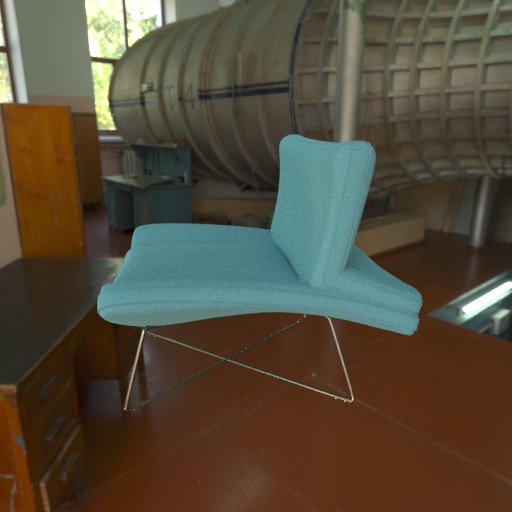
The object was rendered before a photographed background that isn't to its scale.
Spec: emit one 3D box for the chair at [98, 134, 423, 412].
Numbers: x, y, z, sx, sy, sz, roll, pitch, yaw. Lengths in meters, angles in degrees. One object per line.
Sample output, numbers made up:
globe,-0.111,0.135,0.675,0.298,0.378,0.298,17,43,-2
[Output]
chair,0.000,0.000,1.649,1.008,0.855,0.859,-2,17,-7
